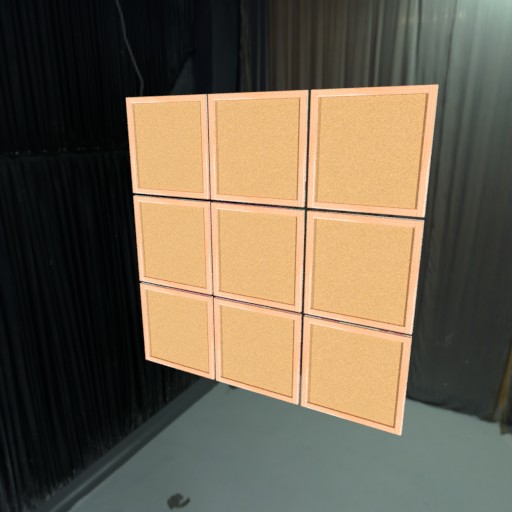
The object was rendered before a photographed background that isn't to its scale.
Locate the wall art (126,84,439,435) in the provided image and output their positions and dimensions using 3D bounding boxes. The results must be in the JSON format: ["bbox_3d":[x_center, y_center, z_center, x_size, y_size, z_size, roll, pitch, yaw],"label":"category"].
[{"bbox_3d":[0.000,0.000,1.309,0.911,0.910,0.012,8,18,27],"label":"wall art"}]
